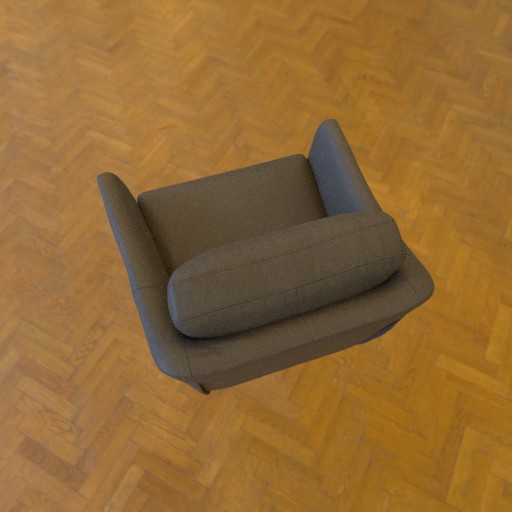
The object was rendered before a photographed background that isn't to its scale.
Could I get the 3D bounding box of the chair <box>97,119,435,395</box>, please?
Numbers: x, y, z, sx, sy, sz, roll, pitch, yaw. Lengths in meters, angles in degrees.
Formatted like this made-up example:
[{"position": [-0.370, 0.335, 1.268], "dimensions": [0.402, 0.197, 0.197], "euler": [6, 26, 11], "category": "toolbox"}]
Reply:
[{"position": [0.000, 0.000, 1.668], "dimensions": [0.988, 0.901, 0.961], "euler": [-16, 61, -9], "category": "chair"}]
